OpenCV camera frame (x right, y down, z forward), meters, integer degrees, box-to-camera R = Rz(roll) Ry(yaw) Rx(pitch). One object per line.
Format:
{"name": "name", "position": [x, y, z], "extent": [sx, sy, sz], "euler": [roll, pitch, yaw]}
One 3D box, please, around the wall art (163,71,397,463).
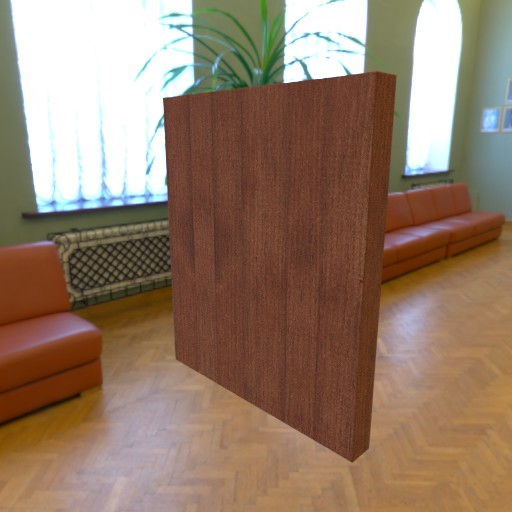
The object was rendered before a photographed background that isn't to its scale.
{"name": "wall art", "position": [0.000, 0.000, 0.633], "extent": [0.039, 0.449, 0.377], "euler": [-14, 20, -43]}
